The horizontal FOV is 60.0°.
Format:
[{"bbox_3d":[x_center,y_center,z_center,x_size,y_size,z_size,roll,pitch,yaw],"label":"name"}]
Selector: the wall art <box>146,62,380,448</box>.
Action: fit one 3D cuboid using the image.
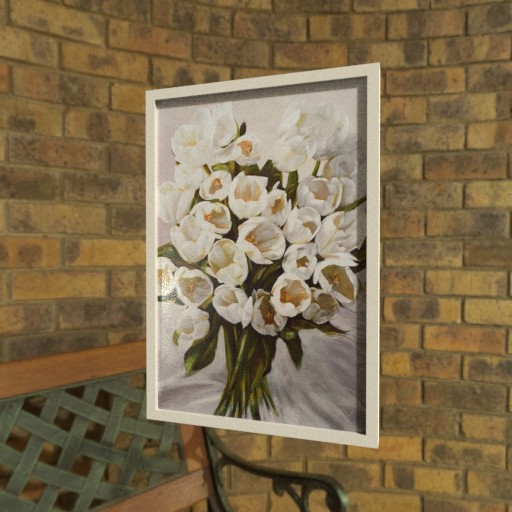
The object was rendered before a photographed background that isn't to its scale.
[{"bbox_3d":[0.000,0.000,0.840,0.450,0.657,0.038,0,1,17],"label":"wall art"}]
